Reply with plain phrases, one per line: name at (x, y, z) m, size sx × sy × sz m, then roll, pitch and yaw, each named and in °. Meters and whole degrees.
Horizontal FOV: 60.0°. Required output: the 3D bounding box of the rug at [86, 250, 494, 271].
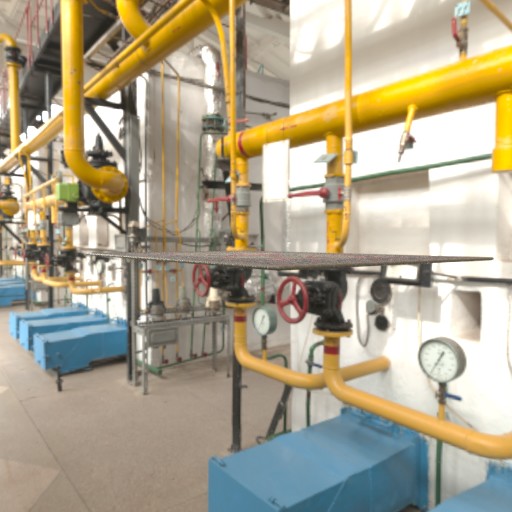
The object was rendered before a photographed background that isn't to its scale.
rug at (0.000, 0.000, 2.178) m, size 1.144 × 0.014 × 1.748 m, roll -1°, pitch 2°, yaw -36°
